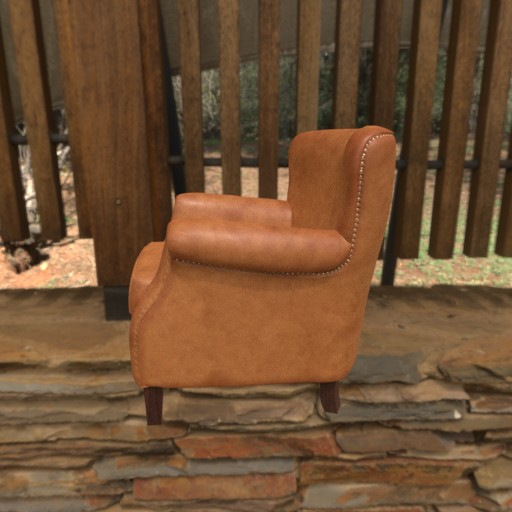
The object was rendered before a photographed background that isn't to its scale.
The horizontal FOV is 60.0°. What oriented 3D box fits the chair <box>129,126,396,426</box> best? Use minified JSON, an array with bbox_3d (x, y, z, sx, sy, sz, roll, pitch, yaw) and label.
[{"bbox_3d":[0.000,0.000,1.681,0.921,0.936,0.861,-2,15,-8],"label":"chair"}]
